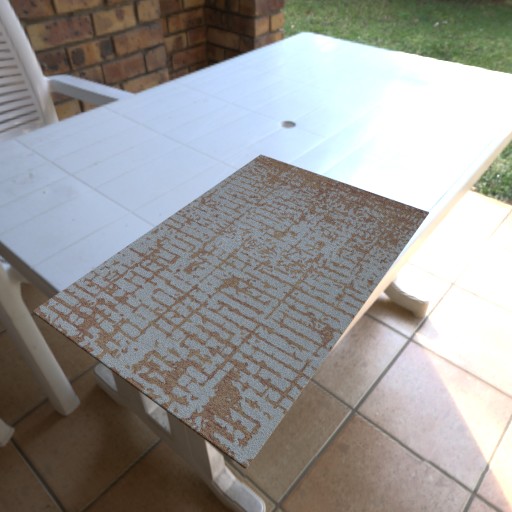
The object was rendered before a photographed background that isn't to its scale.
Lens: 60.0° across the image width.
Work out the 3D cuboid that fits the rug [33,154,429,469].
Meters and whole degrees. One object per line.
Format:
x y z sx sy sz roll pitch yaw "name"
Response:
0.000 0.000 2.326 1.219 0.011 1.829 25 47 26 "rug"
